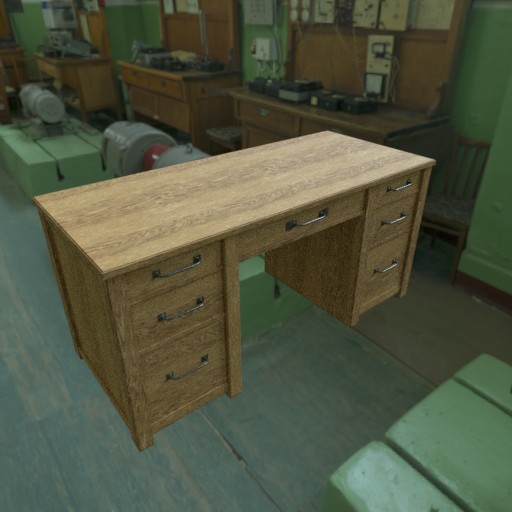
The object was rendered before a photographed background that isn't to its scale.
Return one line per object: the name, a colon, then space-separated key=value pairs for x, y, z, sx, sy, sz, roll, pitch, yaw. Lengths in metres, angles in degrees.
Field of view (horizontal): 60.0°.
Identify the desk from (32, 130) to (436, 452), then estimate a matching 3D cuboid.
desk: x=0.000 y=0.000 z=2.008 sx=1.567 sy=0.751 sz=0.685 roll=-22 pitch=36 yaw=-33
